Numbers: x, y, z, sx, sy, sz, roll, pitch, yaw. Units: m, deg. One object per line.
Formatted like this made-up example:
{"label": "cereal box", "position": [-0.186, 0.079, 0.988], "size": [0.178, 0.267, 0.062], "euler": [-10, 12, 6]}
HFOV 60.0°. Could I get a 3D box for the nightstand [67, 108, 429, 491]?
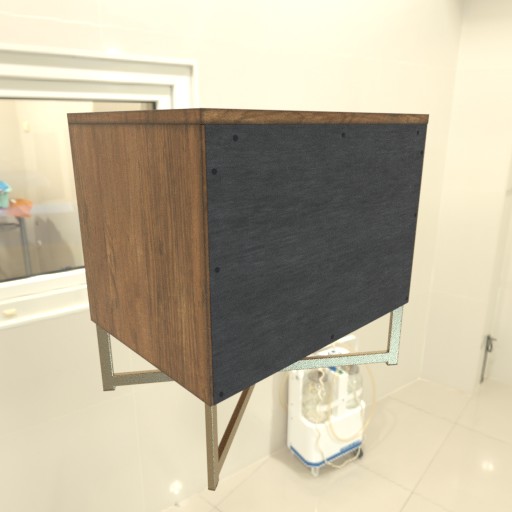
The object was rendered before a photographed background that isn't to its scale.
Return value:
{"label": "nightstand", "position": [0.000, 0.000, 0.998], "size": [0.610, 0.610, 0.446], "euler": [-15, 22, -41]}
